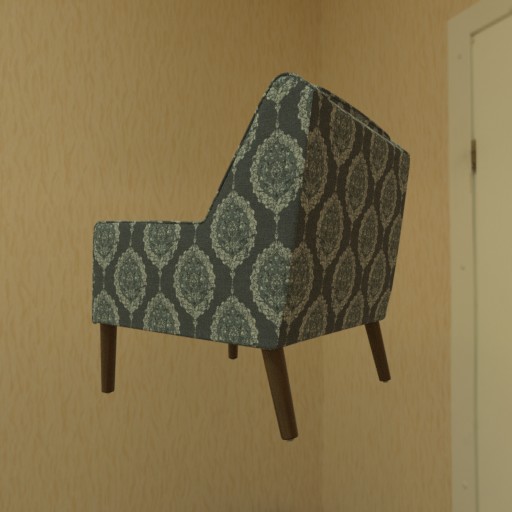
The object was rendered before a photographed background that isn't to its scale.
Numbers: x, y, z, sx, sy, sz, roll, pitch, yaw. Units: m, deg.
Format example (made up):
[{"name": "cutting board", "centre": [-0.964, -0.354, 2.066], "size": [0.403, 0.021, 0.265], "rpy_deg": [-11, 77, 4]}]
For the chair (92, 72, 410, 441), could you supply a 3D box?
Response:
[{"name": "chair", "centre": [0.000, 0.000, 1.342], "size": [0.743, 0.792, 0.663], "rpy_deg": [-1, -2, 36]}]
